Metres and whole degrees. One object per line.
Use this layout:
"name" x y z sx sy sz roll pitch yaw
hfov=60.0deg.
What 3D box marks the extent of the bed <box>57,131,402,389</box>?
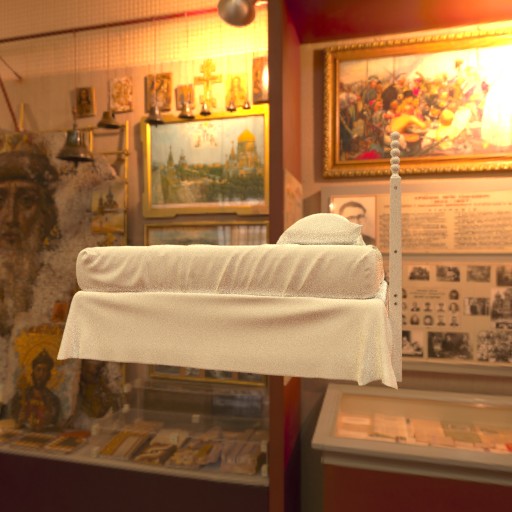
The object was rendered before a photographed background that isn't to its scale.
"bed" 0.000 0.000 3.603 2.219 1.355 2.322 0 0 17
